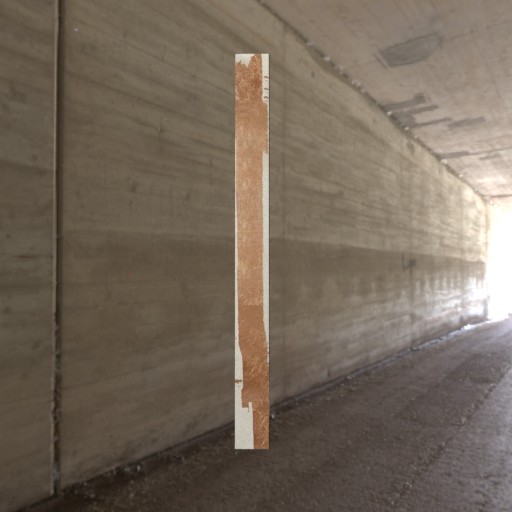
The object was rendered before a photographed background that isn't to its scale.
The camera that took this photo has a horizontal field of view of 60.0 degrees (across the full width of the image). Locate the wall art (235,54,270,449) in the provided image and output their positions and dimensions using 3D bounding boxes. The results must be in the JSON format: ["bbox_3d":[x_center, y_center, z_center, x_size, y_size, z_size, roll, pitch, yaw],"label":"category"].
[{"bbox_3d":[0.000,0.000,0.758,0.035,0.405,0.609,0,-1,1],"label":"wall art"}]
